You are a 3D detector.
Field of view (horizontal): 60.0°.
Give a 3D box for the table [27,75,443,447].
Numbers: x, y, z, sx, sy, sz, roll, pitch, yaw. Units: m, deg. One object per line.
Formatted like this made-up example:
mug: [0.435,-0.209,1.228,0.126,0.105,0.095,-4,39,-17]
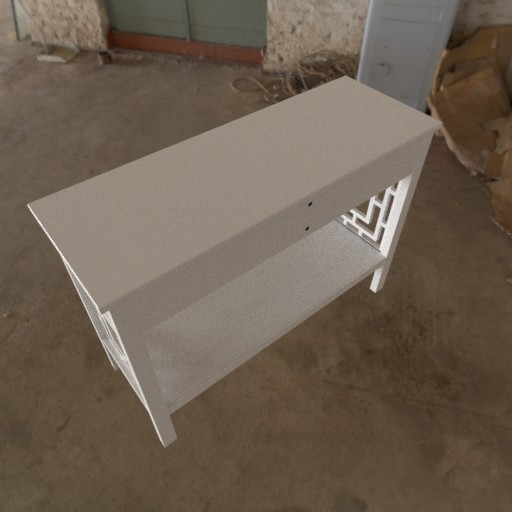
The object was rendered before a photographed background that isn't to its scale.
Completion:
table: [0.000,0.000,1.437,1.068,0.753,0.397,-30,54,-25]
